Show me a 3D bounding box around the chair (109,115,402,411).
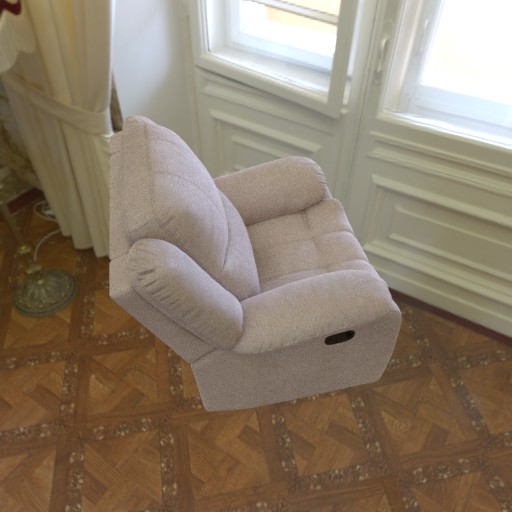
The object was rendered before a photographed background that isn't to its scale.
[{"bbox_3d":[0.000,0.000,1.722,0.944,1.008,0.899,-9,47,-9],"label":"chair"}]
